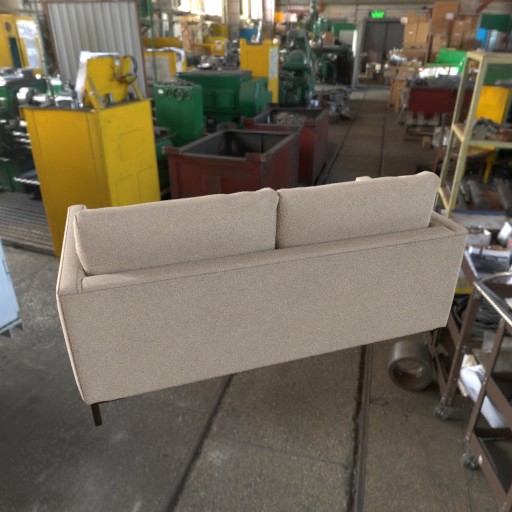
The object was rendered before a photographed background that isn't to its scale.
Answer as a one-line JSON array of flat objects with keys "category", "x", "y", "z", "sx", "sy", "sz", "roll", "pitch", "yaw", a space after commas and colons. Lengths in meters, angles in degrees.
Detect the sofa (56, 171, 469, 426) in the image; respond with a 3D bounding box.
[{"category": "sofa", "x": 0.000, "y": 0.000, "z": 2.124, "sx": 1.682, "sy": 0.840, "sz": 0.875, "roll": -8, "pitch": 28, "yaw": -16}]
